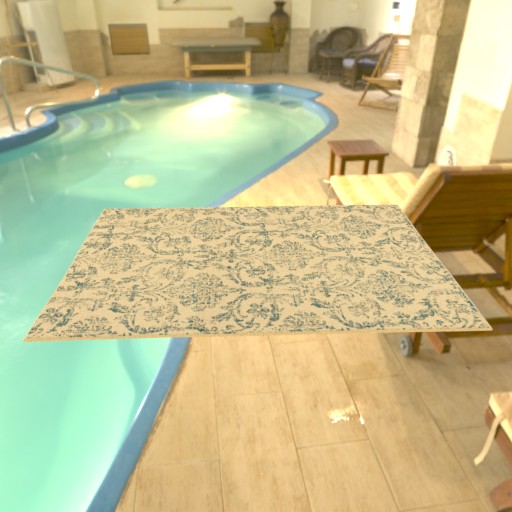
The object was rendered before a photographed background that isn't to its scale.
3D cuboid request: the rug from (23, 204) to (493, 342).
[{"bbox_3d":[0.000,0.000,3.368,2.746,0.018,1.819,-1,31,-2],"label":"rug"}]
